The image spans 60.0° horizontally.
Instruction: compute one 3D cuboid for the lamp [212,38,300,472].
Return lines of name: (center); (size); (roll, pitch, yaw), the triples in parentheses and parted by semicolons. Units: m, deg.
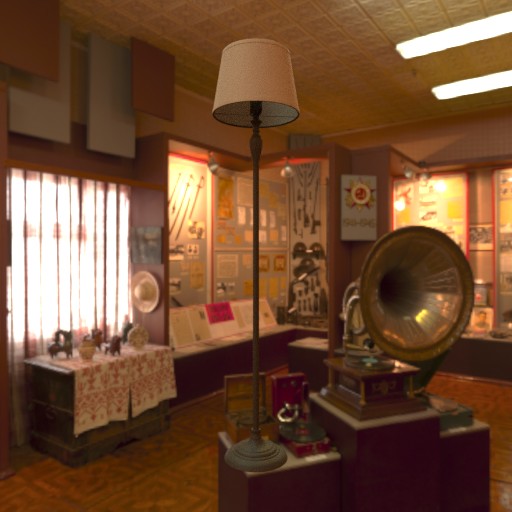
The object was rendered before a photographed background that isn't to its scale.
lamp: (0.000, 0.000, 1.660); (0.327, 1.506, 0.327); (0, 0, 37)
